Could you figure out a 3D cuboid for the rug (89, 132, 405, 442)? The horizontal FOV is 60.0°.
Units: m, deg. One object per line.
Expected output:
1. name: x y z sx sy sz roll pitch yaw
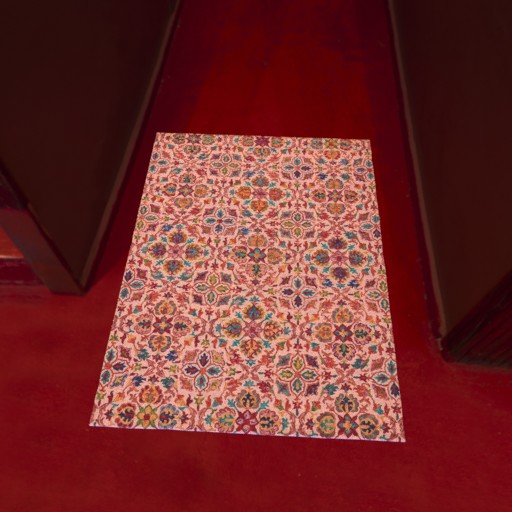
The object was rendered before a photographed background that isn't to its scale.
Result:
1. rug: 0.000 0.000 4.247 2.446 0.020 3.215 2 59 1
